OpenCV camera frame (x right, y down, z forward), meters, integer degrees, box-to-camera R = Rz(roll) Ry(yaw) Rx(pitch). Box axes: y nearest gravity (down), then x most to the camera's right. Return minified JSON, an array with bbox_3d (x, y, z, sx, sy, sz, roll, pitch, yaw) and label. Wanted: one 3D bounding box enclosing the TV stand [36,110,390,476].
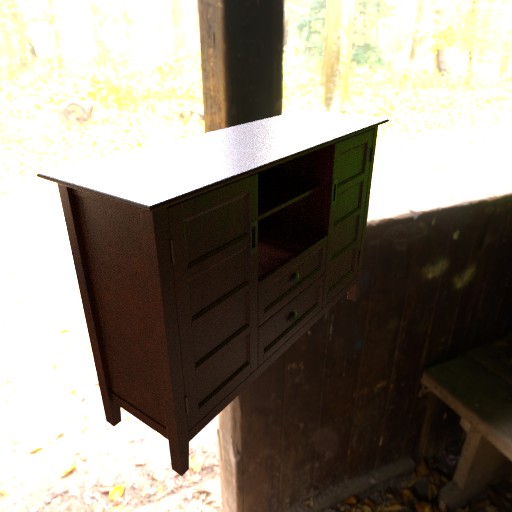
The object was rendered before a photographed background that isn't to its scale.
[{"bbox_3d":[0.000,0.000,1.757,0.445,0.915,1.372,18,32,32],"label":"TV stand"}]
